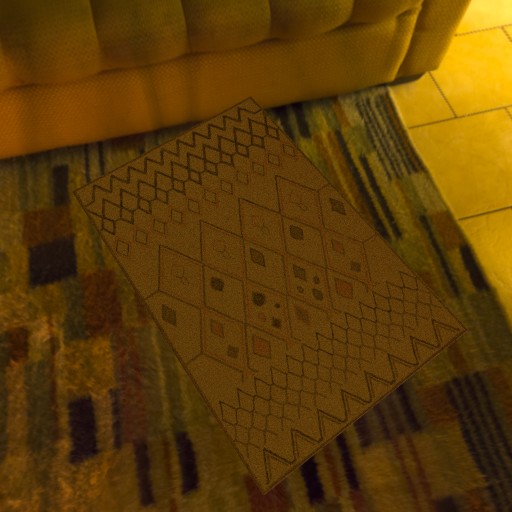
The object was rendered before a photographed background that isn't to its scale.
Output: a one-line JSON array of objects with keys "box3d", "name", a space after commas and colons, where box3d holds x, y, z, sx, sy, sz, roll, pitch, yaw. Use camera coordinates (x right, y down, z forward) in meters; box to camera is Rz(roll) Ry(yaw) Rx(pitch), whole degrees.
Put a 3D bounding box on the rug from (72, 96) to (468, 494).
[{"box3d": [0.000, 0.000, 2.307, 1.219, 0.016, 1.829, -33, 69, -14], "name": "rug"}]
